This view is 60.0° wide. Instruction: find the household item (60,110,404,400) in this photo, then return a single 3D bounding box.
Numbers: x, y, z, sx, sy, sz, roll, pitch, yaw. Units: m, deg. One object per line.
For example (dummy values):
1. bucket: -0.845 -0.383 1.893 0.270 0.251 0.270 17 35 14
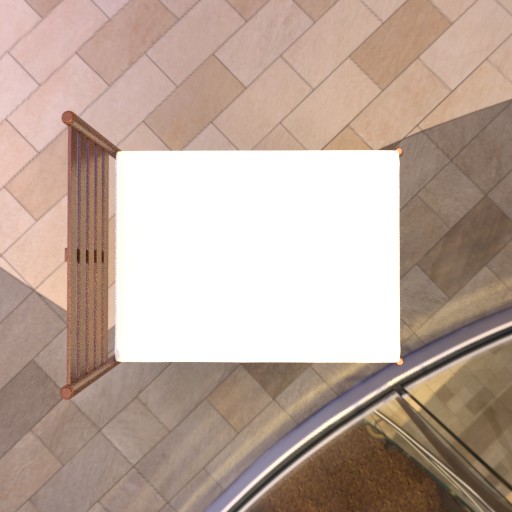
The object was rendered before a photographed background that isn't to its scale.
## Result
1. household item: 0.000 0.000 3.198 2.232 1.356 1.663 0 89 1
